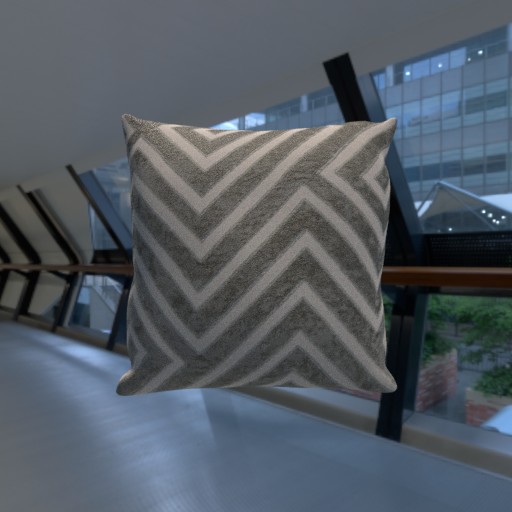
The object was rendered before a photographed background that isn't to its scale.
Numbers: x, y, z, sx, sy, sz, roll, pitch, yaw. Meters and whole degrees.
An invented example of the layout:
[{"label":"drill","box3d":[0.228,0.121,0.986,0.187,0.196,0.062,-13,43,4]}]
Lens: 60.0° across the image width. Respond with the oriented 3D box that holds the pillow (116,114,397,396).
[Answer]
[{"label":"pillow","box3d":[0.000,0.000,0.687,0.440,0.441,0.182,0,0,0]}]
